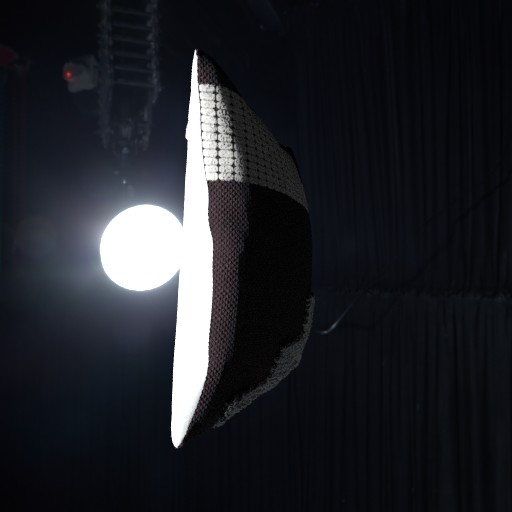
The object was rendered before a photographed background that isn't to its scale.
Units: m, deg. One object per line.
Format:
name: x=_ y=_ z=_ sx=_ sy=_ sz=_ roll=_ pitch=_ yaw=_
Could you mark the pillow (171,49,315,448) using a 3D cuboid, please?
pillow: x=0.000 y=0.000 z=0.731 sx=0.178 sy=0.473 sz=0.475 roll=0 pitch=-1 yaw=19
